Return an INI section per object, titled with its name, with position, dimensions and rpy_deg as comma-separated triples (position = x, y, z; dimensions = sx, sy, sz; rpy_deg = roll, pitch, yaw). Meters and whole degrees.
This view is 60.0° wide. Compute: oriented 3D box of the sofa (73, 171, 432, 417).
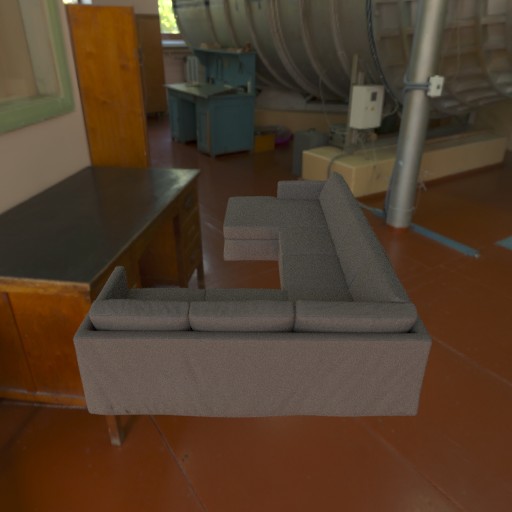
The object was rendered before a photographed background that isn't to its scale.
[sofa]
position = 0.000, 0.000, 4.604
dimensions = 2.476, 0.878, 3.528
rpy_deg = 0, 27, 1
